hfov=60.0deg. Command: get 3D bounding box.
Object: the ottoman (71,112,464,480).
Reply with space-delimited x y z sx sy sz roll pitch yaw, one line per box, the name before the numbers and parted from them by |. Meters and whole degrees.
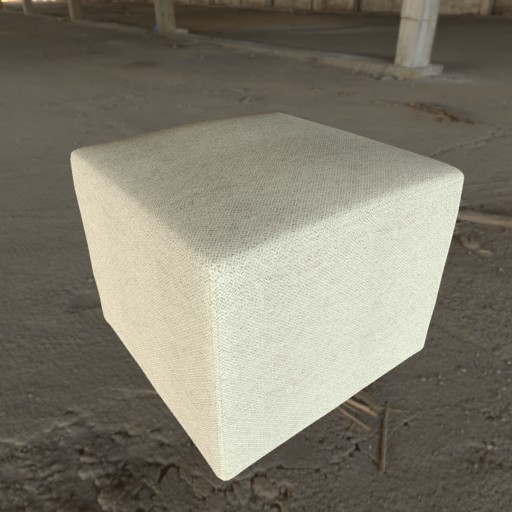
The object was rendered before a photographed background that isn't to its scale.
ottoman | 0.000 0.000 0.877 0.512 0.453 0.521 -21 37 -31
